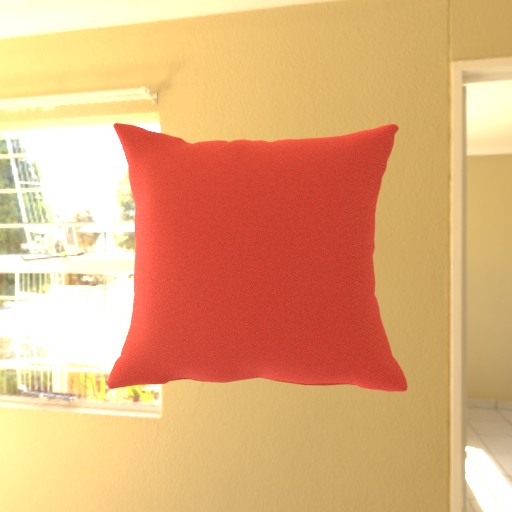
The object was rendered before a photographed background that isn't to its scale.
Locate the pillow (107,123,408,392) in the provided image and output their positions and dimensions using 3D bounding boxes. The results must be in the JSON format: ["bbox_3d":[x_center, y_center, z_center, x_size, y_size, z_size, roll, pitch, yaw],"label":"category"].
[{"bbox_3d":[0.000,0.000,0.828,0.559,0.501,0.229,0,0,1],"label":"pillow"}]
